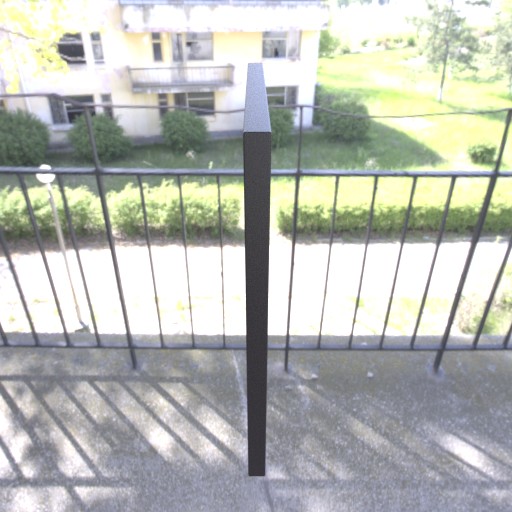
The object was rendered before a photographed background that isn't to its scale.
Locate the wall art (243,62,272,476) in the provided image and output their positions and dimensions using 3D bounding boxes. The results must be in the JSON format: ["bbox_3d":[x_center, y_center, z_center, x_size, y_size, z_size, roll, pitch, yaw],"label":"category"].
[{"bbox_3d":[0.000,0.000,0.759,0.028,0.551,0.451,0,31,0],"label":"wall art"}]
